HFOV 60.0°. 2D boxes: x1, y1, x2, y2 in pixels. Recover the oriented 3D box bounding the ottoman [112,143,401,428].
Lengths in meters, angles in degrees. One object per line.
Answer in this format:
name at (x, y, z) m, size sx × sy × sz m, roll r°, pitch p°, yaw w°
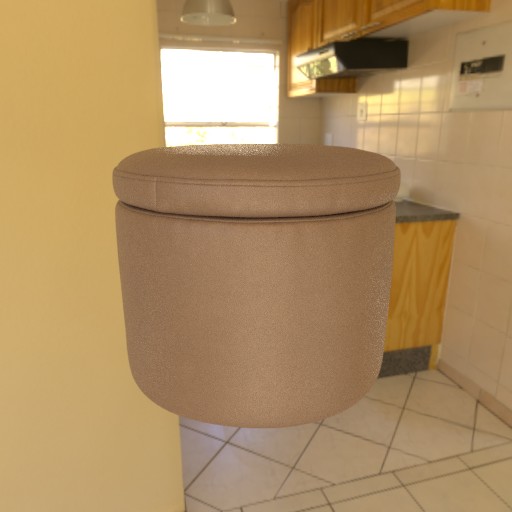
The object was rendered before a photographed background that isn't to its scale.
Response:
ottoman at (0.000, 0.000, 0.844) m, size 0.500 × 0.409 × 0.500 m, roll 0°, pitch 16°, yaw 0°
